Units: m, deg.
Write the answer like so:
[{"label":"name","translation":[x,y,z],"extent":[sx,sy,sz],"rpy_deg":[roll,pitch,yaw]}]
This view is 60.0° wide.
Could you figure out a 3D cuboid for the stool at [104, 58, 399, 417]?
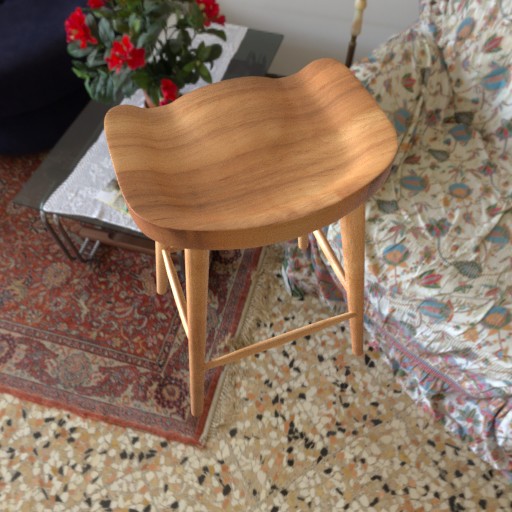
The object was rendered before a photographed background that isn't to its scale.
[{"label":"stool","translation":[0.000,0.000,0.887],"extent":[0.440,0.615,0.361],"rpy_deg":[-17,59,-11]}]
